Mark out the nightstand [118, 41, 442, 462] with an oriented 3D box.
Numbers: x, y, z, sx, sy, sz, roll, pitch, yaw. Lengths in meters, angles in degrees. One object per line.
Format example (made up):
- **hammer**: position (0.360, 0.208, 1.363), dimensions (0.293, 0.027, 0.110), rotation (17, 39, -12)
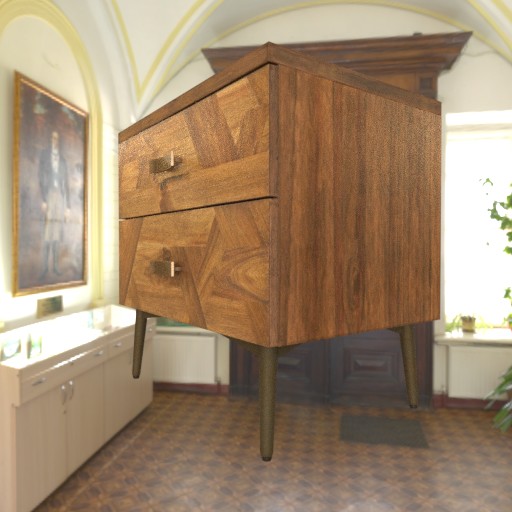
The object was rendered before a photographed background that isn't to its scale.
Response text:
- **nightstand**: position (0.000, 0.000, 0.986), dimensions (0.458, 0.610, 0.610), rotation (-1, 1, -36)
